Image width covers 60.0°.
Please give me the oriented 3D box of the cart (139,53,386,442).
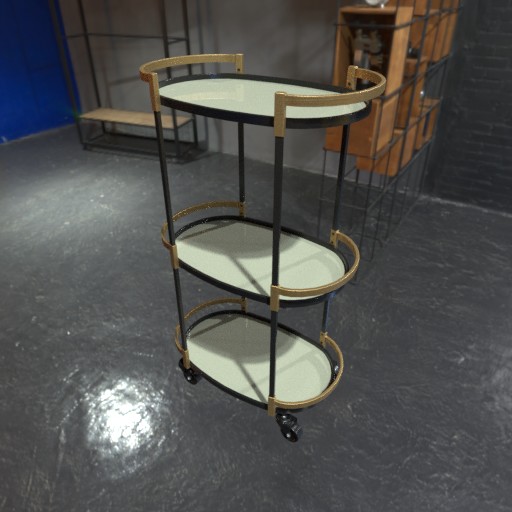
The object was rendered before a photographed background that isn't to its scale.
[{"bbox_3d":[0.000,0.000,1.125,0.515,0.885,0.311,20,38,28],"label":"cart"}]
